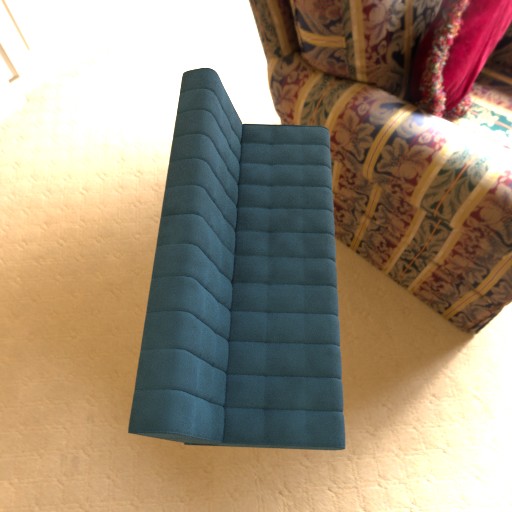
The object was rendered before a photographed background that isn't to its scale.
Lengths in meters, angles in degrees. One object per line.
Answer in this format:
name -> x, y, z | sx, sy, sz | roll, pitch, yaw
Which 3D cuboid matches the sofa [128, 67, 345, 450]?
sofa -> 0.000, 0.000, 2.295 | 0.855, 0.813, 1.804 | 2, 64, 1
